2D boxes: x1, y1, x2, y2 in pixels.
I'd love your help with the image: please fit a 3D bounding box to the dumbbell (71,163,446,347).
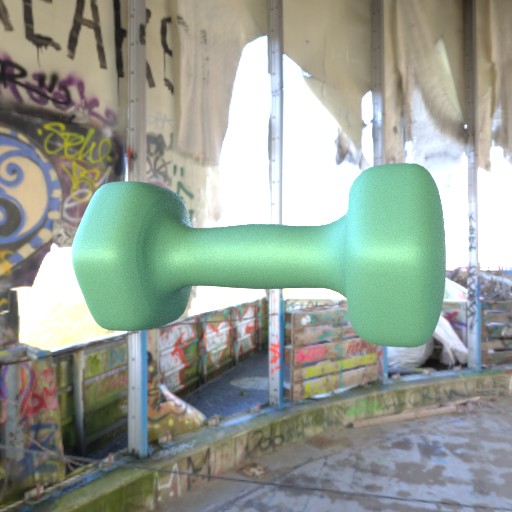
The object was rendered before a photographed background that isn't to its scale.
[{"bbox_3d":[0.000,0.000,0.331,0.260,0.117,0.129,0,-1,19],"label":"dumbbell"}]
